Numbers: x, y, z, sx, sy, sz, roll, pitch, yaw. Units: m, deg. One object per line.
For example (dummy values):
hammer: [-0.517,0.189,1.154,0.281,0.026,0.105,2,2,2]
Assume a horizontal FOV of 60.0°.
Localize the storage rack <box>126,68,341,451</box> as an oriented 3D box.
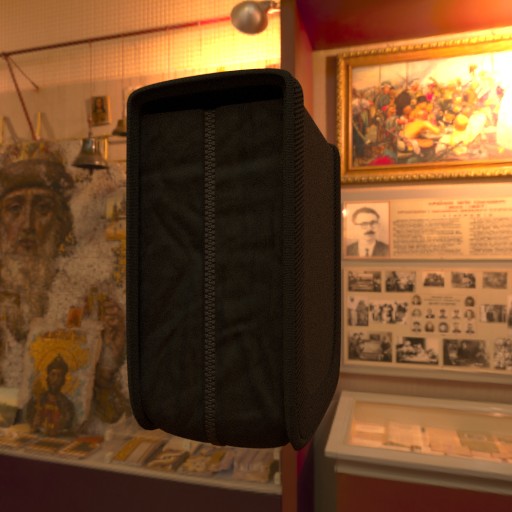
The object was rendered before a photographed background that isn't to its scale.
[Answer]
storage rack: [0.000,0.000,0.533,0.168,0.387,0.297,0,-1,18]
